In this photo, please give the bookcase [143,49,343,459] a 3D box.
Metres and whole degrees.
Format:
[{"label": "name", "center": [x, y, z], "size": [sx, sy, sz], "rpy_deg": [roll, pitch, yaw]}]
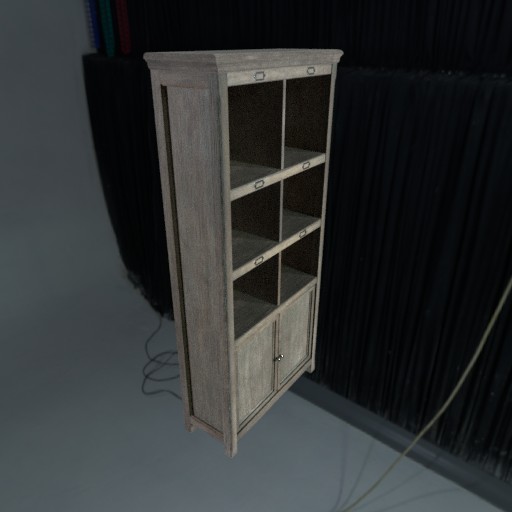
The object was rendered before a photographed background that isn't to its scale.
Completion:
[{"label": "bookcase", "center": [0.000, 0.000, 2.238], "size": [0.348, 1.880, 0.906], "rpy_deg": [18, 31, 32]}]
